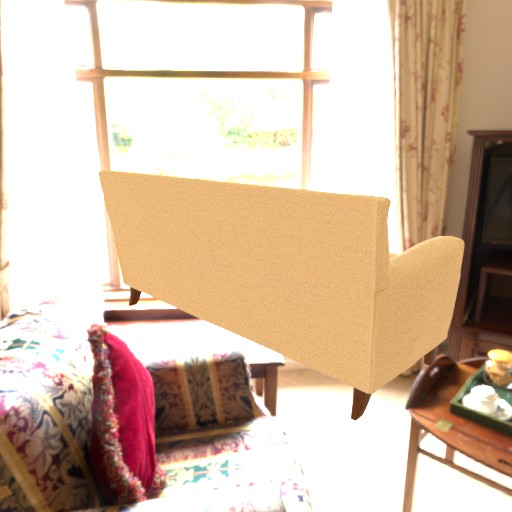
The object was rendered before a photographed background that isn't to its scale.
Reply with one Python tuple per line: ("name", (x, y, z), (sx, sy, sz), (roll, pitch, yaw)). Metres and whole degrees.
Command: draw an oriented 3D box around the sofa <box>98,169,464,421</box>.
("sofa", (0.000, 0.000, 2.485), (0.841, 0.907, 2.001), (-14, 20, -43))
